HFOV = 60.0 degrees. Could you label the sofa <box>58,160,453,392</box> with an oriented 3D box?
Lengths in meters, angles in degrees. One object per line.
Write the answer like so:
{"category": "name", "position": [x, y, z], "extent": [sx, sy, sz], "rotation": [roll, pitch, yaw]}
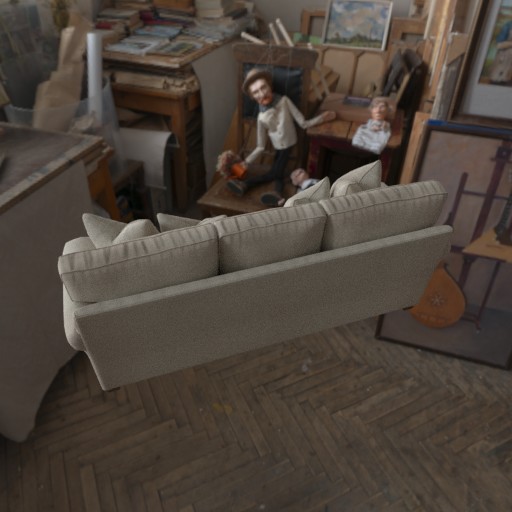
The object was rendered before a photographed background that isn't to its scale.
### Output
{"category": "sofa", "position": [0.000, 0.000, 2.855], "extent": [2.312, 0.975, 0.965], "rotation": [-12, 41, -15]}
